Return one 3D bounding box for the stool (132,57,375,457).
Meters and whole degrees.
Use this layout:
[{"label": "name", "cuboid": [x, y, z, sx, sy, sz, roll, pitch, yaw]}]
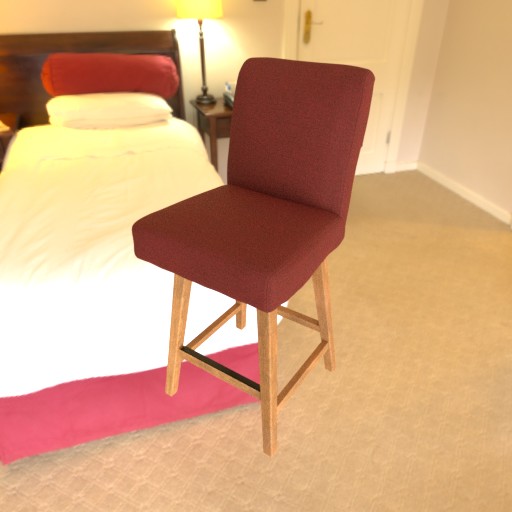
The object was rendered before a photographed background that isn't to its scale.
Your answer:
[{"label": "stool", "cuboid": [0.000, 0.000, 1.346, 0.468, 1.038, 0.562, 20, 37, 29]}]
